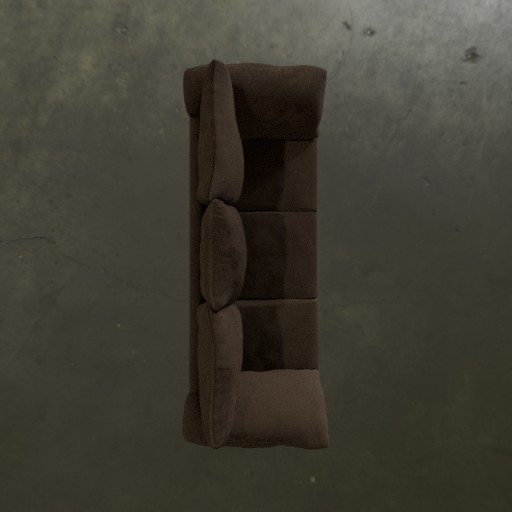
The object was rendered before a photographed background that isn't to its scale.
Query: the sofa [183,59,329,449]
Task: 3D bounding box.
[{"bbox_3d":[0.000,0.000,2.915,0.878,1.015,2.336,0,89,0],"label":"sofa"}]
